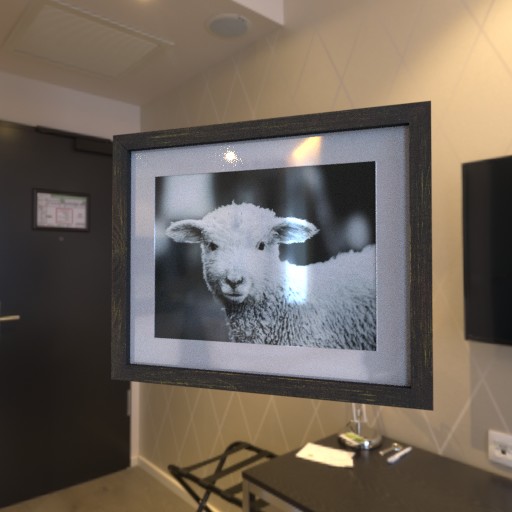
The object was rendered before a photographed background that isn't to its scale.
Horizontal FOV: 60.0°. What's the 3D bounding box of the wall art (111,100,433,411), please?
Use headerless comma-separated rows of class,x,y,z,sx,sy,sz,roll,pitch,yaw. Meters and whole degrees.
wall art,0.000,0.000,0.757,0.558,0.457,0.032,0,-1,19
